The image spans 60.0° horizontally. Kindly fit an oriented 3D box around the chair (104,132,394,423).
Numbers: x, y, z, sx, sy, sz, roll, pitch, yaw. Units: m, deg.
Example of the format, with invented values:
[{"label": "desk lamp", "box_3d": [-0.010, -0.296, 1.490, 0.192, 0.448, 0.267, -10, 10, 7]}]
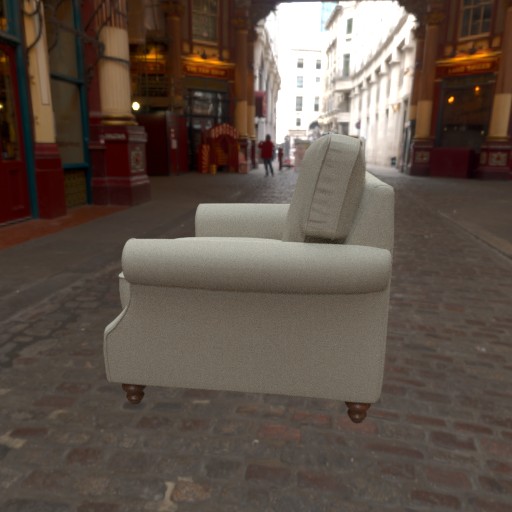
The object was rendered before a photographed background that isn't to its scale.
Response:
[{"label": "chair", "box_3d": [0.000, 0.000, 1.820, 0.966, 0.967, 1.029, 2, 14, 8]}]
